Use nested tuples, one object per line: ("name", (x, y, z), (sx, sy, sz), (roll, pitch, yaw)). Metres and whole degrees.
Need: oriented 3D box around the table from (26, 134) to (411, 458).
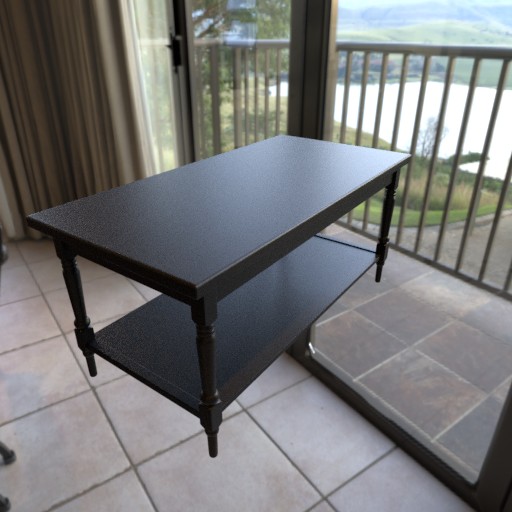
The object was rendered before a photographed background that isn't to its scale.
("table", (0.000, 0.000, 1.422), (0.550, 0.510, 1.107), (19, 33, 31))
